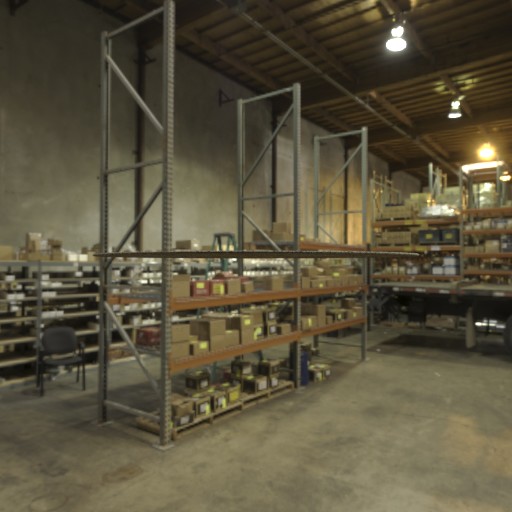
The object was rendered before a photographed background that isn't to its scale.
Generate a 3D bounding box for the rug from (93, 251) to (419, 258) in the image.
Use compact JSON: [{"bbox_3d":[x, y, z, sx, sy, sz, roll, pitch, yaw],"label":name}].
[{"bbox_3d":[0.000,0.000,2.311,1.598,0.010,1.598,0,-1,0],"label":"rug"}]
